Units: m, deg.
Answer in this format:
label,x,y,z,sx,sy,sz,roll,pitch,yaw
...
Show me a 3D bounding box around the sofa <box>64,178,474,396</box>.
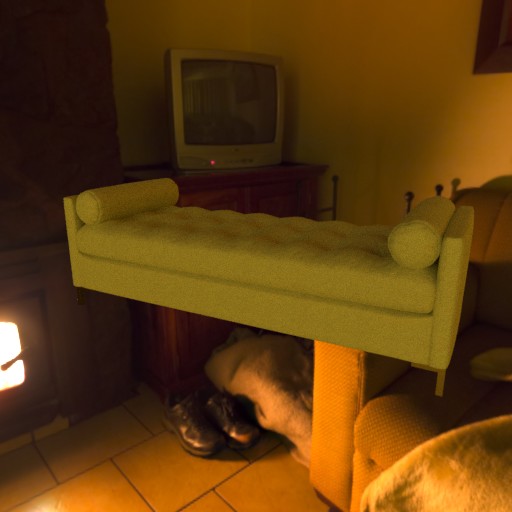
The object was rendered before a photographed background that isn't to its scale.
label,x,y,z,sx,sy,sz,roll,pitch,yaw
sofa,0.000,0.000,2.445,2.102,0.705,0.796,8,18,26
